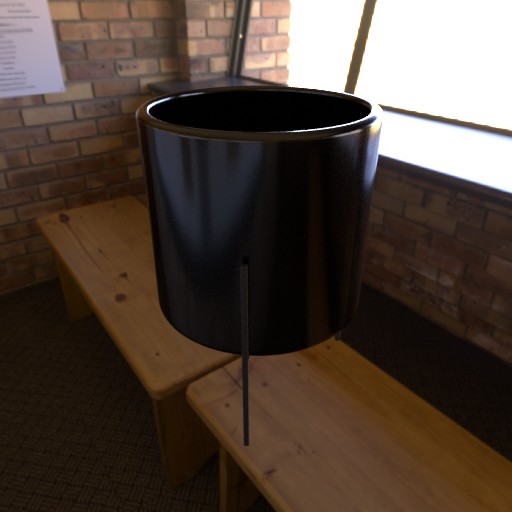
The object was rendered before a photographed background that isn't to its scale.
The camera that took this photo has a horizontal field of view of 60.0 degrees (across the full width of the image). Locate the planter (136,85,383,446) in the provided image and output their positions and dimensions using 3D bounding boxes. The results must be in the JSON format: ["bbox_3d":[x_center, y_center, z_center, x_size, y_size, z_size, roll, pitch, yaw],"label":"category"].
[{"bbox_3d":[0.000,0.000,0.655,0.310,0.432,0.310,11,32,18],"label":"planter"}]
